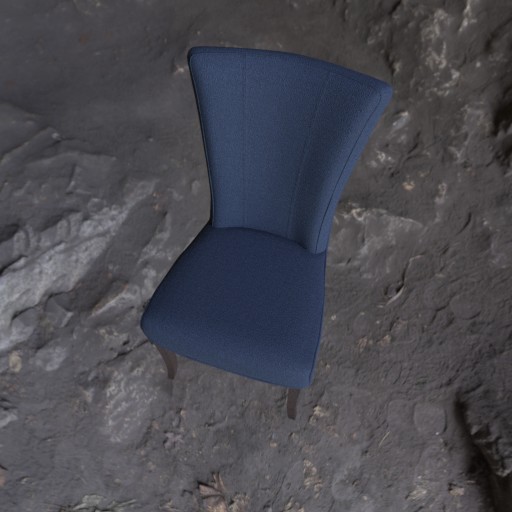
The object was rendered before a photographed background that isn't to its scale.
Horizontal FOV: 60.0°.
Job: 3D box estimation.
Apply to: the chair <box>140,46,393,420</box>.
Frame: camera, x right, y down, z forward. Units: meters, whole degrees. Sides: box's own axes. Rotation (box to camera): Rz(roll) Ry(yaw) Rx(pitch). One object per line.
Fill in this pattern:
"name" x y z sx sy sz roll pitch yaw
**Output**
"chair" 0.000 0.000 1.353 0.520 0.991 0.660 15 58 10
